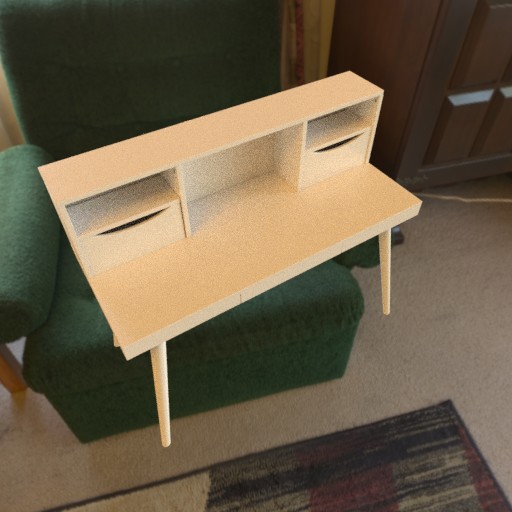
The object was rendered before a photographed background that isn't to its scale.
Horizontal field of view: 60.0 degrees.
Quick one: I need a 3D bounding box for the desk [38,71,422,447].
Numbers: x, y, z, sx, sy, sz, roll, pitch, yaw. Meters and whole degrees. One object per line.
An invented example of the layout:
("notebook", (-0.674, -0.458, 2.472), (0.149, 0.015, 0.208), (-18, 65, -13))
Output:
("desk", (0.000, 0.000, 1.736), (1.199, 0.990, 0.559), (-25, 52, -22))
